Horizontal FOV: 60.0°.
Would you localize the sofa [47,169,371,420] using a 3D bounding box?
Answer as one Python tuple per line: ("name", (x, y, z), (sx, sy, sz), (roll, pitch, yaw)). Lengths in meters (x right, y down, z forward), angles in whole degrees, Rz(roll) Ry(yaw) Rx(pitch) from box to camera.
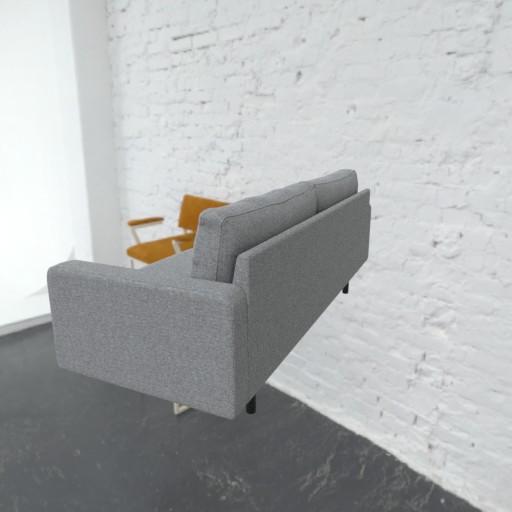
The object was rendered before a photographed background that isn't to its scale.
("sofa", (0.000, 0.000, 2.569), (0.880, 0.880, 2.200), (7, 17, 24))
